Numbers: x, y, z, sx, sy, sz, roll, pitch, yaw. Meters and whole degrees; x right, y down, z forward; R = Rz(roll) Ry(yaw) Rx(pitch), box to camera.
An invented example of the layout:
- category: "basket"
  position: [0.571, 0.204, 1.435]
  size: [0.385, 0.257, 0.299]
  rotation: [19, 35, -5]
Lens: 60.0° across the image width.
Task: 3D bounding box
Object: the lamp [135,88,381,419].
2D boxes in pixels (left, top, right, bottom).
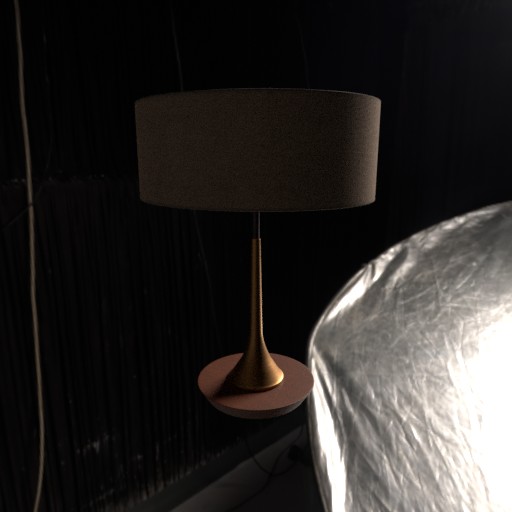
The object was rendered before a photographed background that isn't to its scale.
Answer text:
- category: "lamp"
  position: [0.000, 0.000, 0.819]
  size: [0.396, 0.551, 0.417]
  rotation: [-13, 18, -43]
